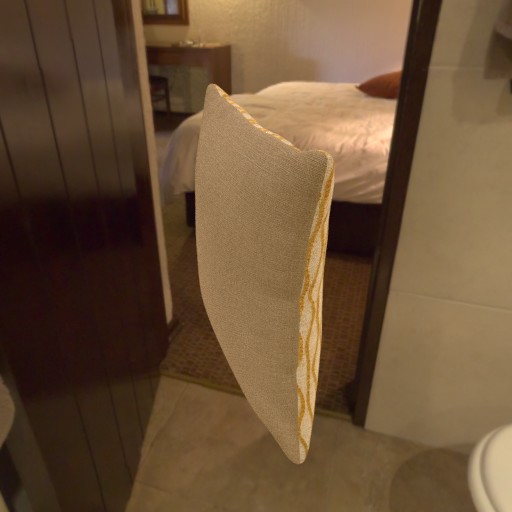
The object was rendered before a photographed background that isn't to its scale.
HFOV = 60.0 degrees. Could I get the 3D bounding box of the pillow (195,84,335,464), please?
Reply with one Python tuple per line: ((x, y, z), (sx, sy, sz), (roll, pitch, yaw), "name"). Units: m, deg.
((0.000, 0.000, 0.669), (0.159, 0.436, 0.429), (-10, 31, -17), "pillow")
